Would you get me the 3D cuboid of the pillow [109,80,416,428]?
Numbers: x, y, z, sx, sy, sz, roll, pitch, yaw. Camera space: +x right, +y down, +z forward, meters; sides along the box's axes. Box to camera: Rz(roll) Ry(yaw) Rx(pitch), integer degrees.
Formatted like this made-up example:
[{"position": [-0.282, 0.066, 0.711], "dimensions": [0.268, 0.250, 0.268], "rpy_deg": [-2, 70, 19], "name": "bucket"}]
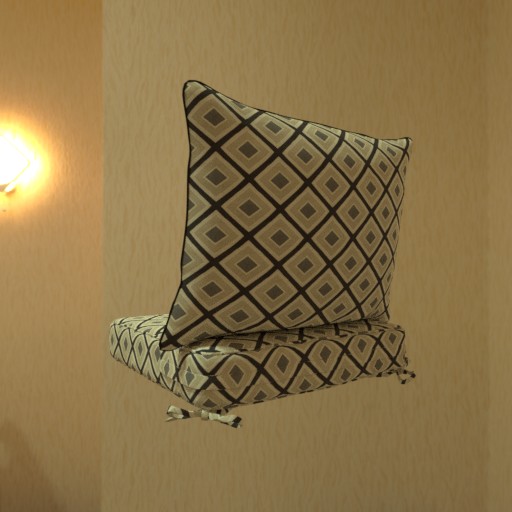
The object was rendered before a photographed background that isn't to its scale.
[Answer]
[{"position": [0.000, 0.000, 1.350], "dimensions": [0.798, 0.722, 0.733], "rpy_deg": [0, 0, -35], "name": "pillow"}]
